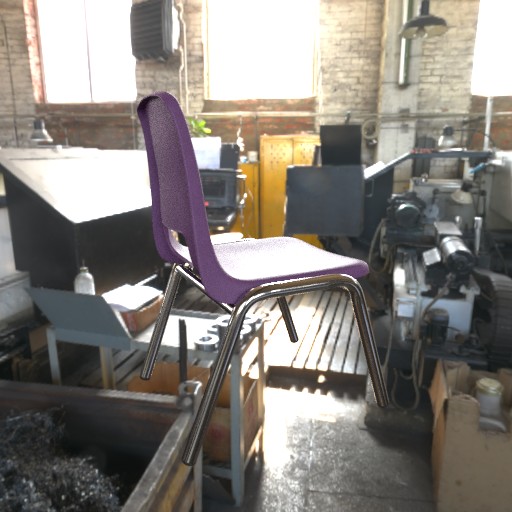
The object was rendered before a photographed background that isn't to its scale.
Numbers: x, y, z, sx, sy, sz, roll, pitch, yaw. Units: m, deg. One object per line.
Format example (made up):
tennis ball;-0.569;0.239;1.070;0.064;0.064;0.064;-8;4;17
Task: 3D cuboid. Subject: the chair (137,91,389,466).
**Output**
chair;0.000;0.000;0.867;0.419;0.584;0.356;-7;15;-26
